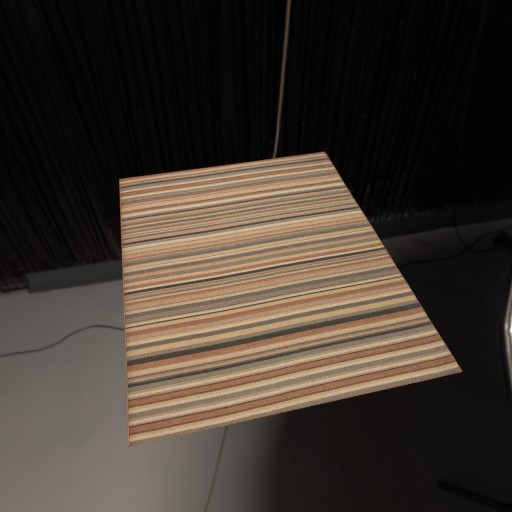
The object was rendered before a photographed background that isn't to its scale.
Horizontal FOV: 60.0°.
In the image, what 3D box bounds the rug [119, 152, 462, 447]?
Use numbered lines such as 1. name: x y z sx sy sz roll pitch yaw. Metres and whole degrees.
1. rug: 0.000 0.000 4.134 2.436 0.011 3.045 -10 46 -9
